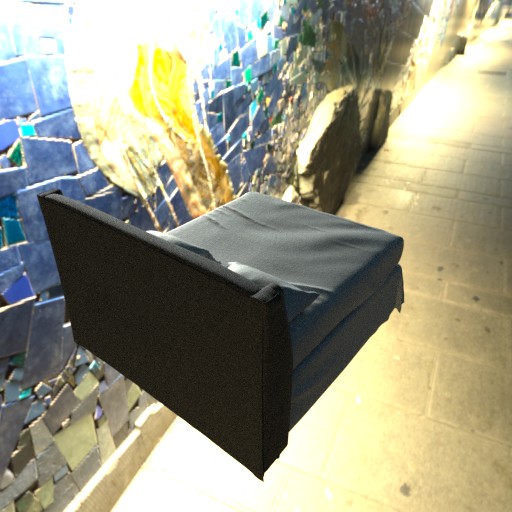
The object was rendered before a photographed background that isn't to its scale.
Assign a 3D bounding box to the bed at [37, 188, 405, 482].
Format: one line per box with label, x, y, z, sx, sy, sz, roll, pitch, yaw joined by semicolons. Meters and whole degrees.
bed;0.000;0.000;3.472;1.925;1.332;2.276;22;37;32
